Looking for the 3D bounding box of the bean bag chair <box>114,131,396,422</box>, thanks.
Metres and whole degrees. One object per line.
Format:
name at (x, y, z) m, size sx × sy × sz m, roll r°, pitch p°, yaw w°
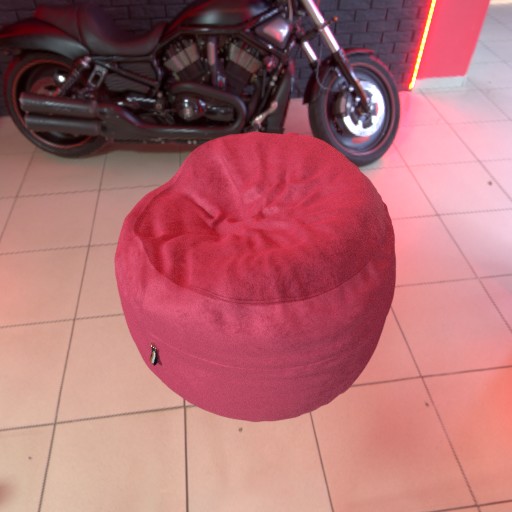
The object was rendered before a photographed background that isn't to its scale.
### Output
bean bag chair at (0.000, 0.000, 1.972) m, size 1.218 × 0.788 × 1.218 m, roll 0°, pitch 46°, yaw 0°
